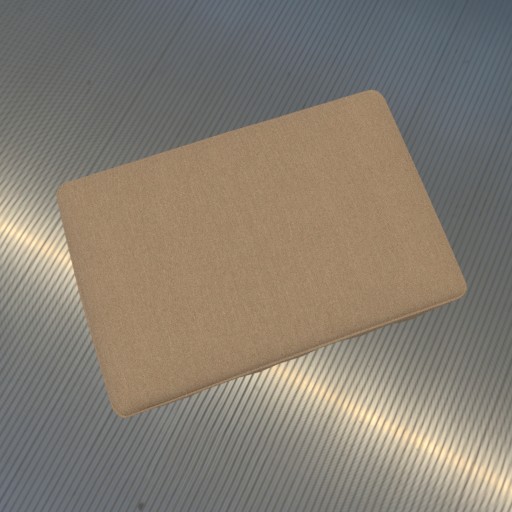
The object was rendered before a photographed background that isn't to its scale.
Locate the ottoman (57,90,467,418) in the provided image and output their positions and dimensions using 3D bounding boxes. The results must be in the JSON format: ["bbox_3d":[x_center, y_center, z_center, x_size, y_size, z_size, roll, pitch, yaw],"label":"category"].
[{"bbox_3d":[0.000,0.000,1.325,0.945,0.521,0.636,-19,78,-4],"label":"ottoman"}]
